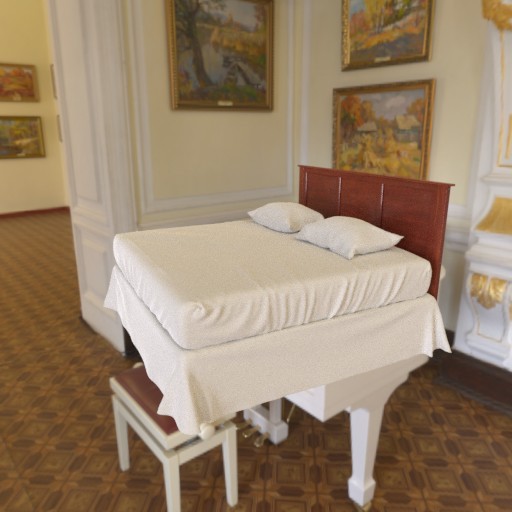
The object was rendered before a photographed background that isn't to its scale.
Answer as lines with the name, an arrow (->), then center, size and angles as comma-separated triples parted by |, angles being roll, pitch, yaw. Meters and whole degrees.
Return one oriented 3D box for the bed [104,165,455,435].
bed -> 0.000, 0.000, 3.677 | 2.219, 1.271, 2.314 | -8, 18, -26
